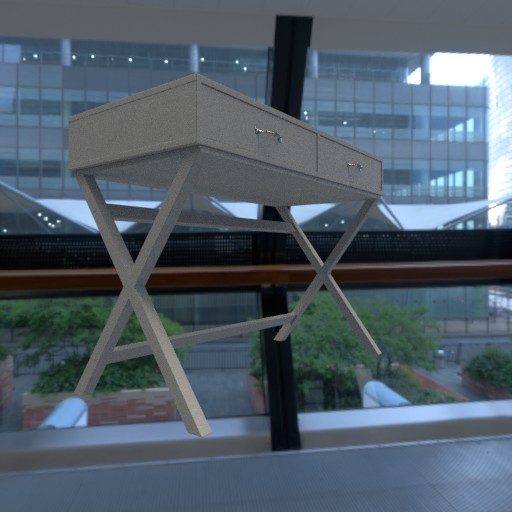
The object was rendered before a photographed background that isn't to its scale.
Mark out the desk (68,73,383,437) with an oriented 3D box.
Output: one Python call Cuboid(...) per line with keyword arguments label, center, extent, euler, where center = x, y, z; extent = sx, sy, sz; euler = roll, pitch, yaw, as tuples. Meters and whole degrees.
Cuboid(label="desk", center=(0.000, 0.000, 1.509), extent=(0.525, 0.780, 1.057), euler=(0, 0, 37))
